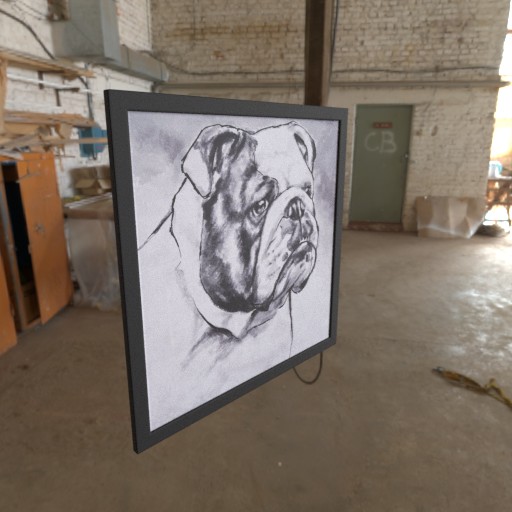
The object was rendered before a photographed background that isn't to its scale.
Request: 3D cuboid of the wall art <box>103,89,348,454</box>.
[{"bbox_3d":[0.000,0.000,0.845,0.012,0.558,0.562,14,21,43],"label":"wall art"}]
